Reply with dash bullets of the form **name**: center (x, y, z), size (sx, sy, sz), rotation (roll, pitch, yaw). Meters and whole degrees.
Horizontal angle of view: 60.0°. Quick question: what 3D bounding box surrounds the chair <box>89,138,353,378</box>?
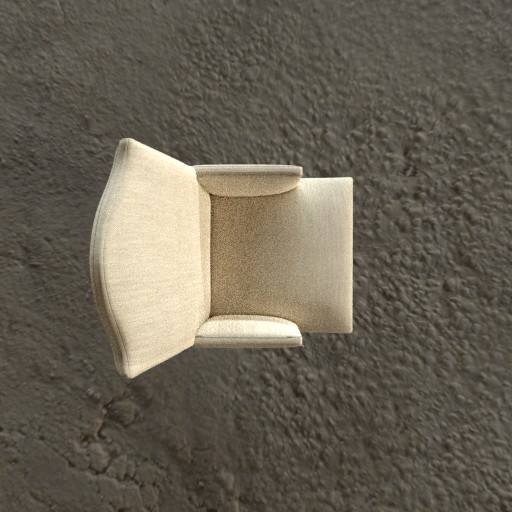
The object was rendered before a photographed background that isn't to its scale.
- **chair**: center (0.000, 0.000, 1.360), size (0.641, 1.016, 0.533), rotation (0, 91, 1)
